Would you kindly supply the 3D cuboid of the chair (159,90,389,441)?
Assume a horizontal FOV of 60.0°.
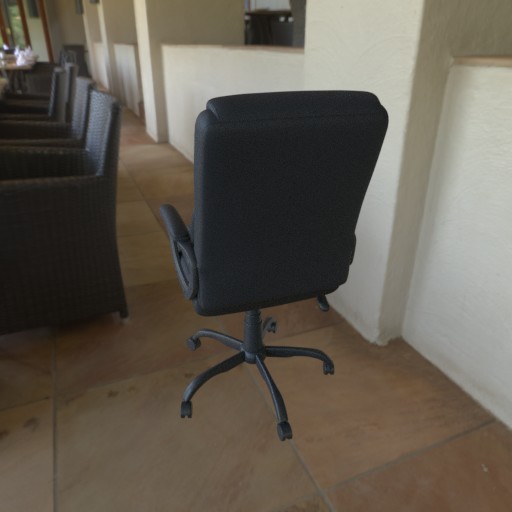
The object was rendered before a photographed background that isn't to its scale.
[{"bbox_3d":[0.000,0.000,1.465,0.615,1.072,0.655,-9,27,-17],"label":"chair"}]
